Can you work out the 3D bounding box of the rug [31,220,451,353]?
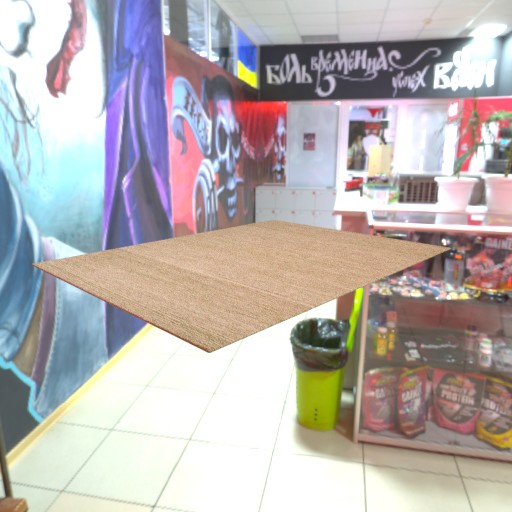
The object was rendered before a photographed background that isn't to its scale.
[{"bbox_3d":[0.000,0.000,4.206,2.425,0.016,3.198,14,20,42],"label":"rug"}]
